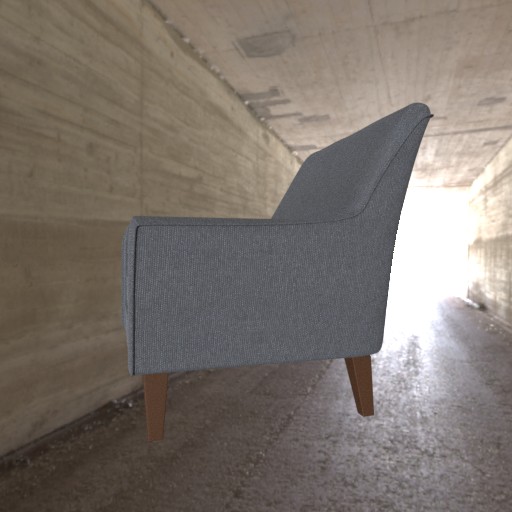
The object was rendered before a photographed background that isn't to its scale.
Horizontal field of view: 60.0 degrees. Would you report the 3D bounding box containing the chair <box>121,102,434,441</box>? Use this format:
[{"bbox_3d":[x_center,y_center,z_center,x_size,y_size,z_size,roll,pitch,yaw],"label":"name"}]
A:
[{"bbox_3d":[0.000,0.000,1.558,0.899,0.919,0.780,0,1,-17],"label":"chair"}]
